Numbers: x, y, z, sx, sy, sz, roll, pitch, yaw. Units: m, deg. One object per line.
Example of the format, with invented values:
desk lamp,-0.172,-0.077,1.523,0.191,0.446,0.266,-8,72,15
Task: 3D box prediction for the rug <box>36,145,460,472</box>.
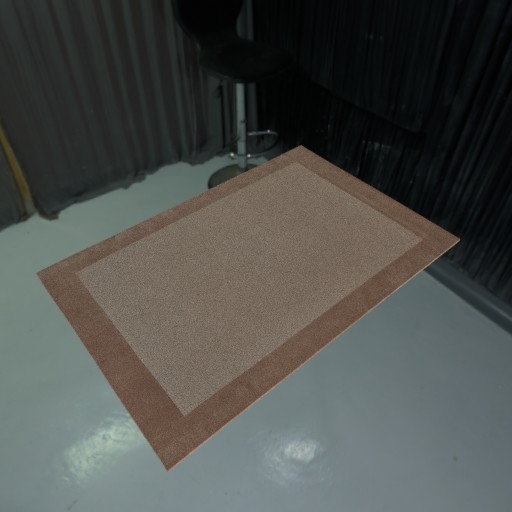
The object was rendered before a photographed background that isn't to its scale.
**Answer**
rug,0.000,0.000,2.280,1.829,0.014,1.219,-31,53,-27
